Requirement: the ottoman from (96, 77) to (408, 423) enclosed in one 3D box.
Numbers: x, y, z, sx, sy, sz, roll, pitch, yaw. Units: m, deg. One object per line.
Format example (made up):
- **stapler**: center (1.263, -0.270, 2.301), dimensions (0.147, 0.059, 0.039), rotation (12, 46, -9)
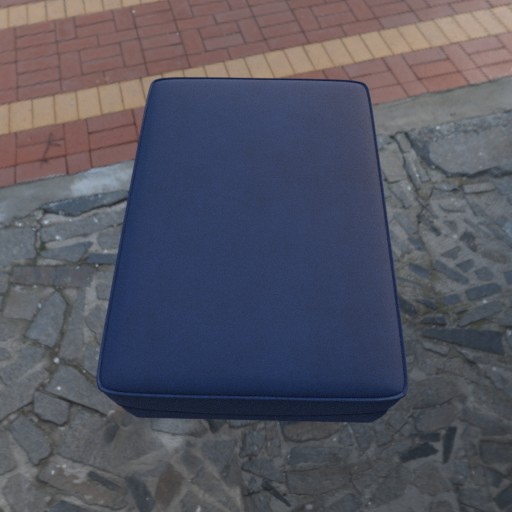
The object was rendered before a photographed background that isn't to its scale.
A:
- **ottoman**: center (0.000, 0.000, 1.366), dimensions (0.686, 0.584, 0.965), rotation (1, 63, 1)
